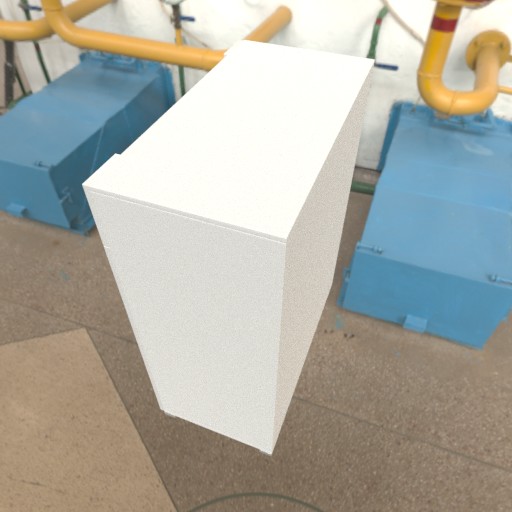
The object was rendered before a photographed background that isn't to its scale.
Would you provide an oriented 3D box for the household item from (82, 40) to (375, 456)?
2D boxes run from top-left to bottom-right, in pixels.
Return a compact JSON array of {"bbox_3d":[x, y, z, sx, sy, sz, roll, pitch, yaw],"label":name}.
[{"bbox_3d":[0.000,0.000,1.425,0.420,1.010,0.790,16,48,15],"label":"household item"}]
